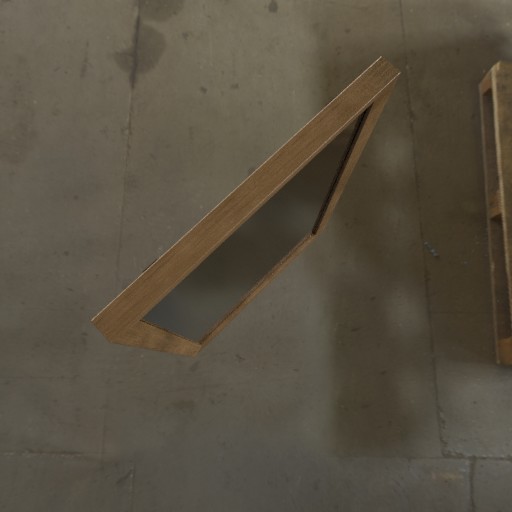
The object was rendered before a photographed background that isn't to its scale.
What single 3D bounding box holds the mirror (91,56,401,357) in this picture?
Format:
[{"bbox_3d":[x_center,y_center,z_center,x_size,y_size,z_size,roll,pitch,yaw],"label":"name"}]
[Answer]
[{"bbox_3d":[0.000,0.000,0.897,0.507,0.710,0.040,-44,80,-10],"label":"mirror"}]
